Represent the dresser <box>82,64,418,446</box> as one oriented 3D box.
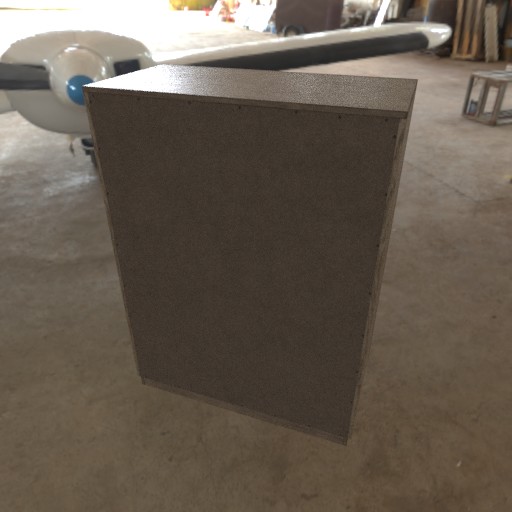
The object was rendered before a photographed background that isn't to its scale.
[{"bbox_3d":[0.000,0.000,1.750,0.967,1.295,0.483,11,33,17],"label":"dresser"}]
